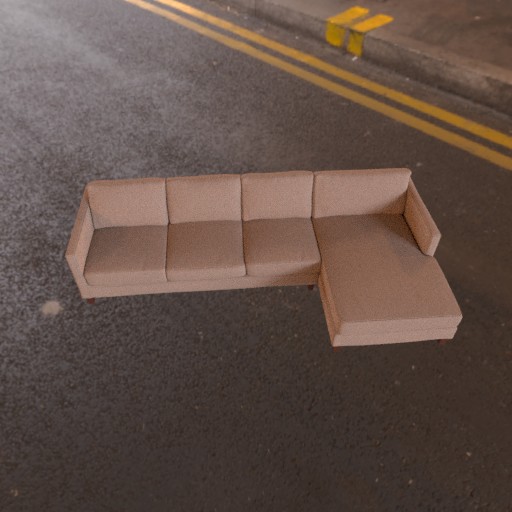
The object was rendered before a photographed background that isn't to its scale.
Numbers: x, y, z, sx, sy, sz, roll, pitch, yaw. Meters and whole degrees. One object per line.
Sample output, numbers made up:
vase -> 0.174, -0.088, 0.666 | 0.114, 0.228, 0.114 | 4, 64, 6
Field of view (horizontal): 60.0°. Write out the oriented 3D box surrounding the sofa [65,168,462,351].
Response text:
sofa -> 0.000, 0.000, 3.957 | 3.186, 0.861, 1.625 | -3, 46, -3
